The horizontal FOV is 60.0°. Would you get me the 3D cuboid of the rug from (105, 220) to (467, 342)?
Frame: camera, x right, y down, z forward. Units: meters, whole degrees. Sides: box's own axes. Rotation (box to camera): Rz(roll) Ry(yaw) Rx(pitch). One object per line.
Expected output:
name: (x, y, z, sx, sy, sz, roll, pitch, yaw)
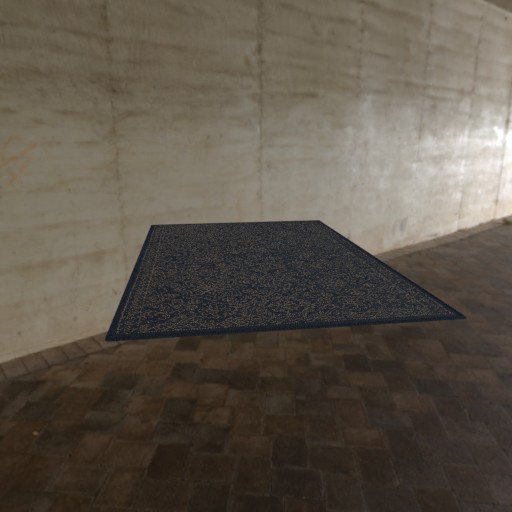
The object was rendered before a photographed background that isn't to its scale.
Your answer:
rug: (0.000, 0.000, 2.327, 1.219, 0.010, 1.829, -2, 15, -8)
